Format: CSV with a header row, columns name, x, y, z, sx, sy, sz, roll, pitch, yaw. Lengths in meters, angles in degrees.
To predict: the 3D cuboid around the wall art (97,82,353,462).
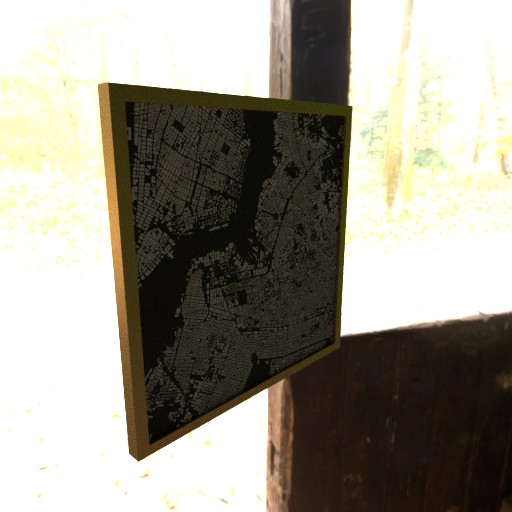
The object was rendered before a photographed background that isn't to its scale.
name,x,y,z,sx,sy,sz,roll,pitch,yaw
wall art,0.000,0.000,2.852,0.099,1.926,1.926,14,20,42
